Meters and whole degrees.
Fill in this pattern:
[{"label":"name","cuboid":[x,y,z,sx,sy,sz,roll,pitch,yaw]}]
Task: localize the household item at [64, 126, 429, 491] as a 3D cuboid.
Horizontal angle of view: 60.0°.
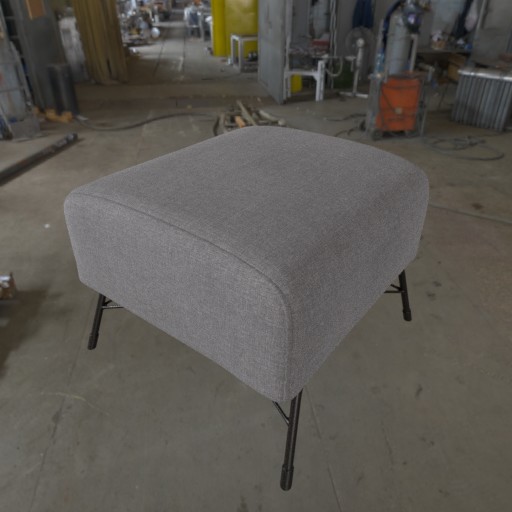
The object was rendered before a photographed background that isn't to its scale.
[{"label":"household item","cuboid":[0.000,0.000,0.899,0.530,0.410,0.530,22,38,31]}]
